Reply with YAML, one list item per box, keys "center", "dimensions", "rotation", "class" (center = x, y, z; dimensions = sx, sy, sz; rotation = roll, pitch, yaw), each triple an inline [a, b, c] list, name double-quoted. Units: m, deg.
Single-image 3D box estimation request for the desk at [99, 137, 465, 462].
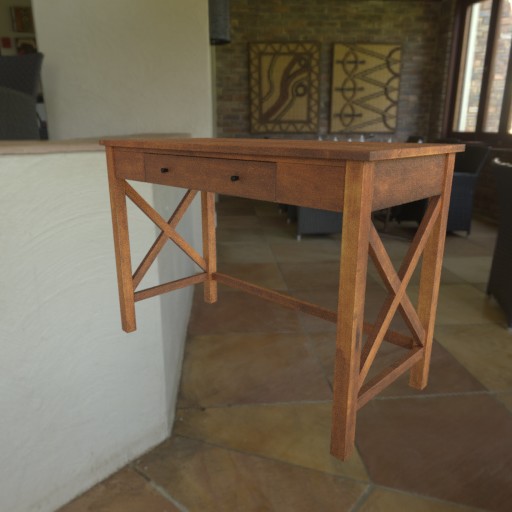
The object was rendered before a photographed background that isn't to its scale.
- center: [0.000, 0.000, 1.527]
  dimensions: [1.117, 0.762, 0.508]
  rotation: [15, 22, 42]
  class: "desk"
